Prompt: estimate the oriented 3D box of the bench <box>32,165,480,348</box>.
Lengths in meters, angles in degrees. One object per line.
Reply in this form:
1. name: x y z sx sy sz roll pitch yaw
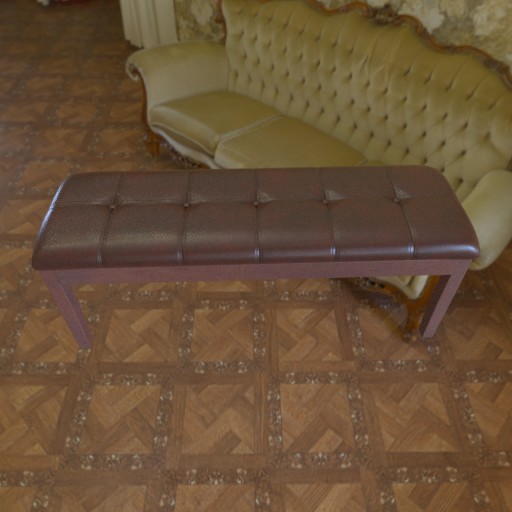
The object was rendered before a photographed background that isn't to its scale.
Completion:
1. bench: 0.000 0.000 1.493 1.259 0.491 0.401 -1 46 -1
